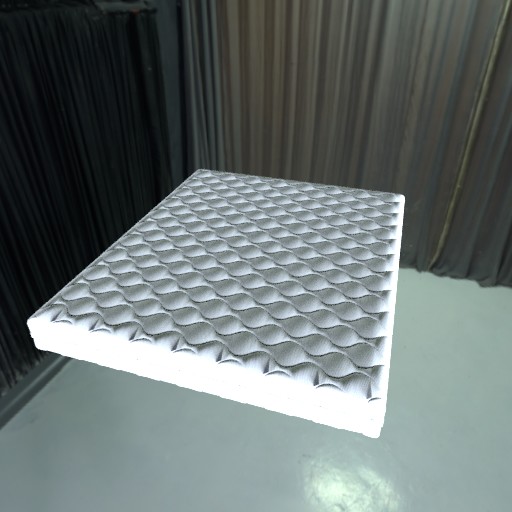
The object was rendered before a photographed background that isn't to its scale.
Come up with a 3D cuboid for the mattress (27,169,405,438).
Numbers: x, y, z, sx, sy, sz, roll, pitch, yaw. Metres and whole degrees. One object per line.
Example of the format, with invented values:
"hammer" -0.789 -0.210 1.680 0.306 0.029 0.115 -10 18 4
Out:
"mattress" 0.000 0.000 2.605 1.600 0.200 1.900 10 34 15
